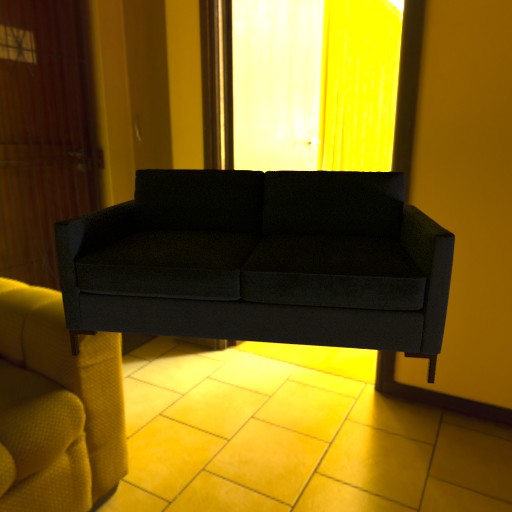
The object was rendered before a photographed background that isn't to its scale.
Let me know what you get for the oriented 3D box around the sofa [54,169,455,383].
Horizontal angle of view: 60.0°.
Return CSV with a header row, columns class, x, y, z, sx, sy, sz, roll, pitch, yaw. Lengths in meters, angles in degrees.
class,x,y,z,sx,sy,sz,roll,pitch,yaw
sofa,0.000,0.000,2.223,1.676,0.817,0.875,2,15,9
